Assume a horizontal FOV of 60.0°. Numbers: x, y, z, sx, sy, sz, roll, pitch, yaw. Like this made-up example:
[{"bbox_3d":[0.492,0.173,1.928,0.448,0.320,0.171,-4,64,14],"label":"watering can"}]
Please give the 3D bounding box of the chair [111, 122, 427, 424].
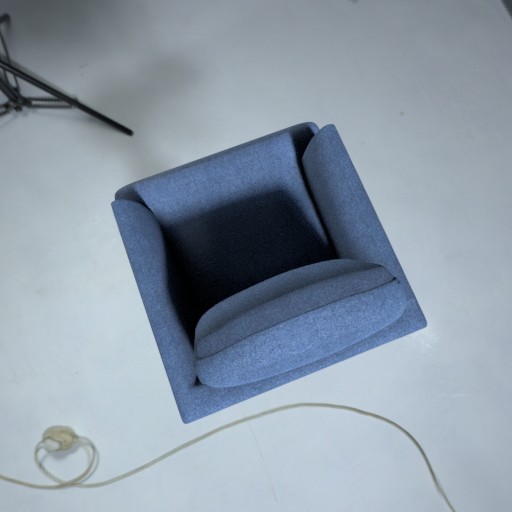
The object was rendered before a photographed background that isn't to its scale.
[{"bbox_3d":[0.000,0.000,1.646,0.858,0.957,0.899,-21,78,-5],"label":"chair"}]
